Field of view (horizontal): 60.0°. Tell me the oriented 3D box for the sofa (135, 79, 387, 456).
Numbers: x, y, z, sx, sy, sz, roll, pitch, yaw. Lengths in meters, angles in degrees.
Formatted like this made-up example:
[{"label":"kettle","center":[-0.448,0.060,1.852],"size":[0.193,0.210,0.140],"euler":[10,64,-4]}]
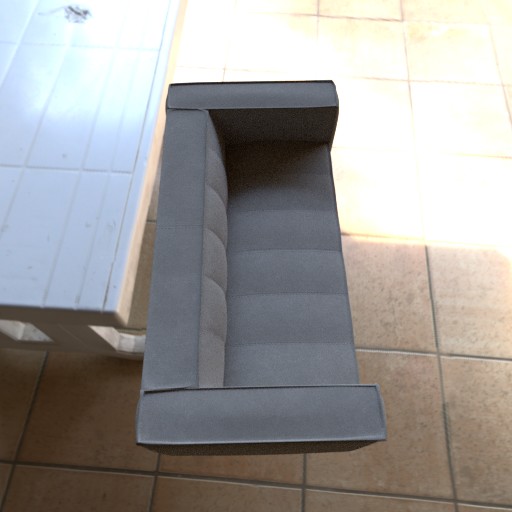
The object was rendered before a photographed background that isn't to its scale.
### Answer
[{"label":"sofa","center":[0.000,0.000,2.440],"size":[1.038,0.680,1.995],"euler":[-1,63,-1]}]
